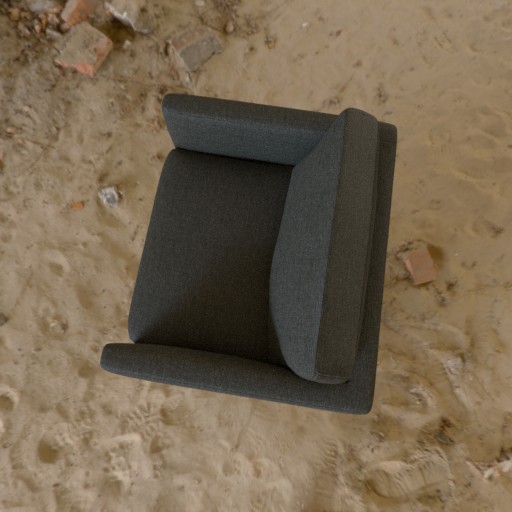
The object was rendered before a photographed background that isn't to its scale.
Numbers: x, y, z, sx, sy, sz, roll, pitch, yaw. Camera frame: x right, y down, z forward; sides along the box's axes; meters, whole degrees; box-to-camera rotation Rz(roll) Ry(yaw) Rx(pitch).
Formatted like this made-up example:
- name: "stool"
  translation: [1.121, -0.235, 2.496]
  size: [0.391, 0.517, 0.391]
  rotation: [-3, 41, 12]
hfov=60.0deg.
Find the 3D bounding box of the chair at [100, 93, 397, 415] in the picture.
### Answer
- name: "chair"
  translation: [0.000, 0.000, 1.853]
  size: [0.959, 0.963, 1.107]
  rotation: [9, 76, 2]
